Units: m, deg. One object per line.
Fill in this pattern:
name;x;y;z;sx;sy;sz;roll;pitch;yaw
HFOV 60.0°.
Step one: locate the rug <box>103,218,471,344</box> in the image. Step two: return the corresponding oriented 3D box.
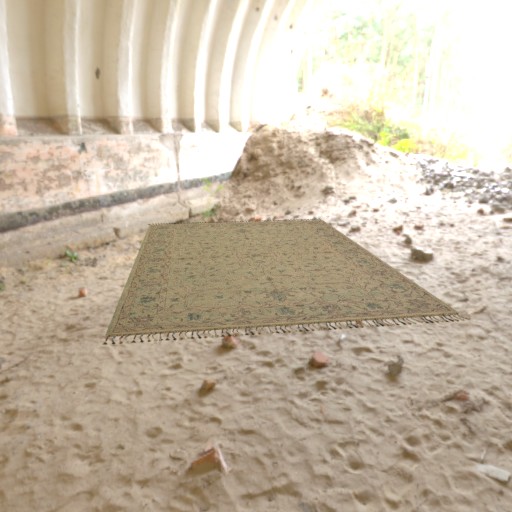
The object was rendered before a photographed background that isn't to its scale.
rug;0.000;0.000;2.293;1.247;0.008;1.802;-2;16;-8
